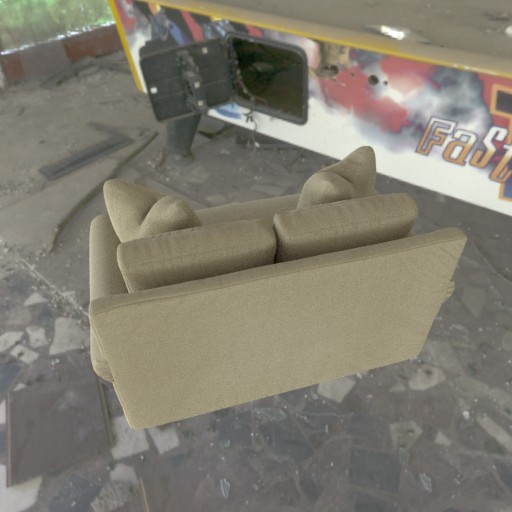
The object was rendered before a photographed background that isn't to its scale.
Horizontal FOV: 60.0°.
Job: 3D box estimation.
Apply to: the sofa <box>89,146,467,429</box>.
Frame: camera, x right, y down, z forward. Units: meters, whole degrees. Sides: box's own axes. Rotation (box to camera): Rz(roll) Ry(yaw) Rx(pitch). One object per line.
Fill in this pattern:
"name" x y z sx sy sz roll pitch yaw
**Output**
"sofa" 0.000 0.000 2.181 1.550 0.905 1.070 -11 43 -12
